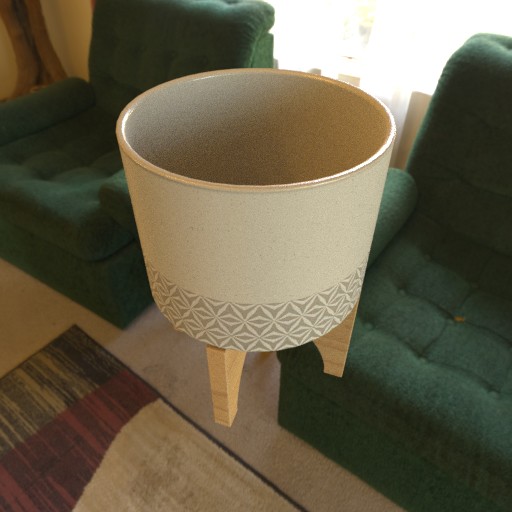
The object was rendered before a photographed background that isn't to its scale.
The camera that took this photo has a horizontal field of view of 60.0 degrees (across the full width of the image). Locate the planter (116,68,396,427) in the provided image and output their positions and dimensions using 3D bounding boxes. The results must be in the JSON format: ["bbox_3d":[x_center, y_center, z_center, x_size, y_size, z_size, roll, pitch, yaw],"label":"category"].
[{"bbox_3d":[0.000,0.000,0.516,0.249,0.343,0.249,0,41,0],"label":"planter"}]
